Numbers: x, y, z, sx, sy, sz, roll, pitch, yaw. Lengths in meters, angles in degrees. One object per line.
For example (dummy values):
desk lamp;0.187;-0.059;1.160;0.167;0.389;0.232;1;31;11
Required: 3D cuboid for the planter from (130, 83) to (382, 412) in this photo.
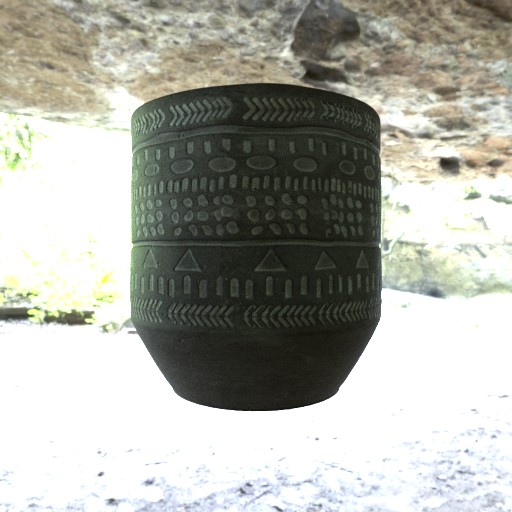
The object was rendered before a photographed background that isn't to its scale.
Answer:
planter;0.000;0.000;0.260;0.142;0.149;0.142;0;0;0
